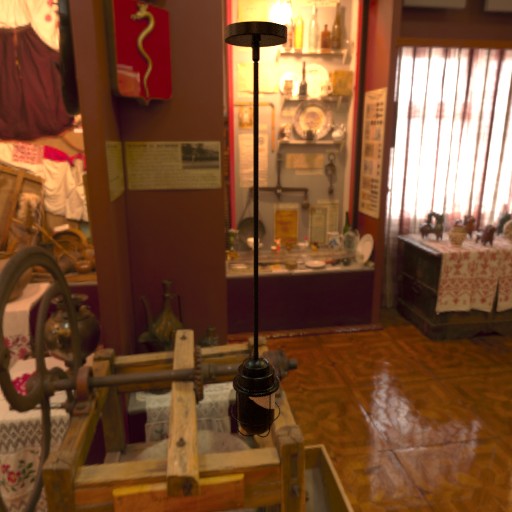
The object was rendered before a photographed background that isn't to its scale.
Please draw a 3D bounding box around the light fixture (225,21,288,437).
[{"bbox_3d":[0.000,0.000,0.986,0.123,0.920,0.123,-2,15,-7],"label":"light fixture"}]
